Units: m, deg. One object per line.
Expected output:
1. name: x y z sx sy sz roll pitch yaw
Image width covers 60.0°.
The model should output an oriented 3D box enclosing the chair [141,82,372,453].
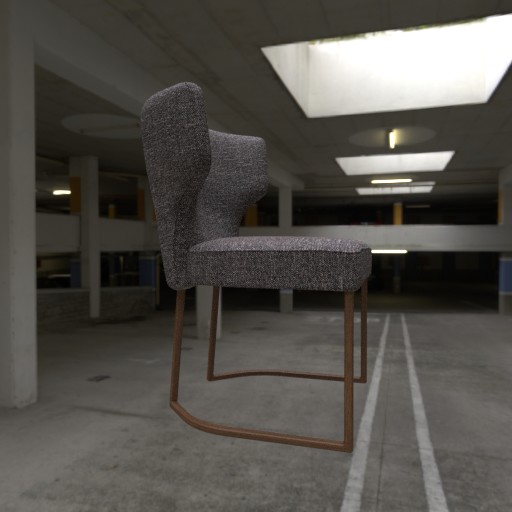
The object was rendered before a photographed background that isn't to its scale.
1. chair: 0.000 0.000 1.262 0.617 0.824 0.611 0 1 17
